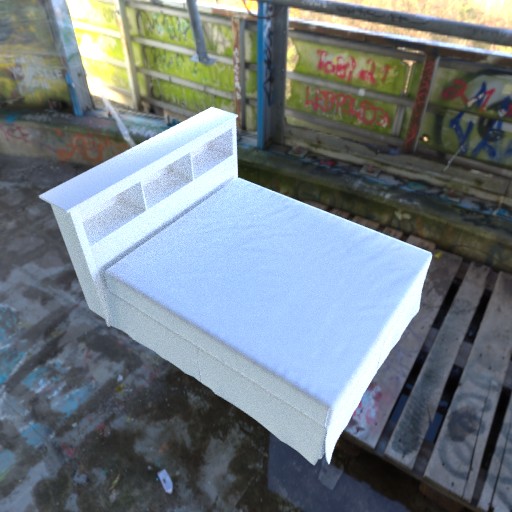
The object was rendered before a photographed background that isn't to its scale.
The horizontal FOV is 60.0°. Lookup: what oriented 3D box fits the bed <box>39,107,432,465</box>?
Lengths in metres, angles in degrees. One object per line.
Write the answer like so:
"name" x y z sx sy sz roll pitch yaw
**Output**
"bed" 0.000 0.000 3.159 2.133 1.092 1.671 25 47 26
